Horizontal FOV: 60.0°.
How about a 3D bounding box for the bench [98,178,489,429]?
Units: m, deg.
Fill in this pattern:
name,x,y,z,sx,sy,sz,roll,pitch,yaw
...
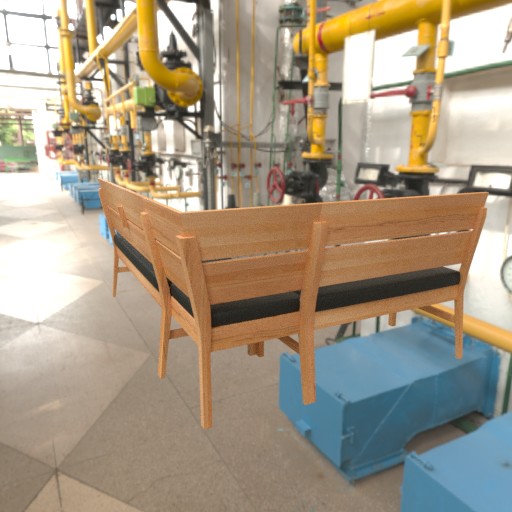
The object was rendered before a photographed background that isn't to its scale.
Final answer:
name,x,y,z,sx,sy,sz,roll,pitch,yaw
bench,0.000,0.000,2.754,1.548,0.890,1.948,-7,15,-26
